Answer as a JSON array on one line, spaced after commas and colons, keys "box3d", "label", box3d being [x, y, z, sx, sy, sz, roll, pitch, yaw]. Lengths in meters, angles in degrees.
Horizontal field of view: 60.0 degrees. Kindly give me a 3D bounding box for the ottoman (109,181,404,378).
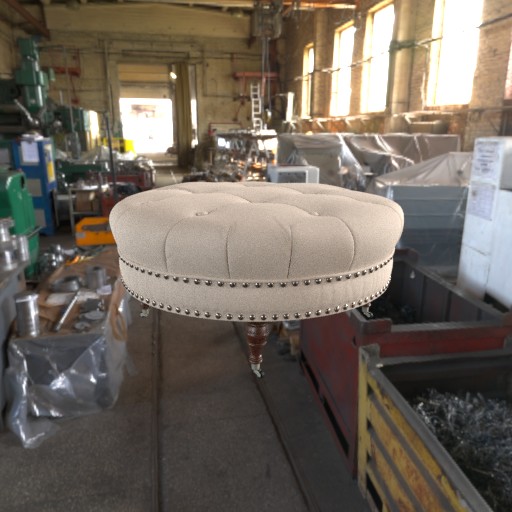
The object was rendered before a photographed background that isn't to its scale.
[{"box3d": [0.000, 0.000, 1.443, 0.901, 0.439, 0.901, 0, 15, 0], "label": "ottoman"}]
